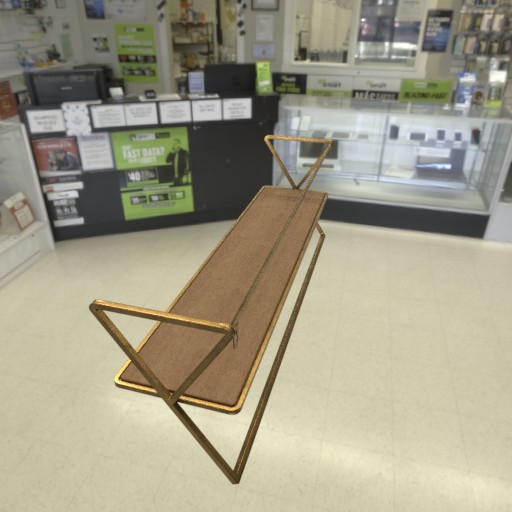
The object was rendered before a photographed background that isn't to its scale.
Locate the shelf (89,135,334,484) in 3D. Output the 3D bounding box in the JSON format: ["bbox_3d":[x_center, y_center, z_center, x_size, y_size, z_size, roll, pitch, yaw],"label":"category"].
[{"bbox_3d":[0.000,0.000,0.736,0.150,0.229,0.645,8,31,14],"label":"shelf"}]
